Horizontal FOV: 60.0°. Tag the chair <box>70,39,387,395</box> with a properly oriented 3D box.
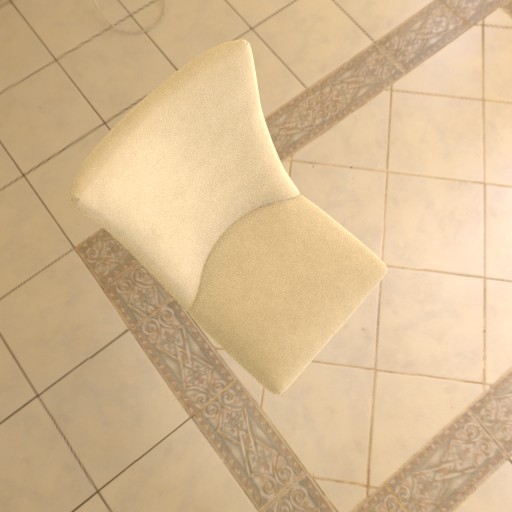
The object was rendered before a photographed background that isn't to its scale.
[{"bbox_3d":[0.000,0.000,1.236,0.610,0.902,0.495,42,79,10],"label":"chair"}]
